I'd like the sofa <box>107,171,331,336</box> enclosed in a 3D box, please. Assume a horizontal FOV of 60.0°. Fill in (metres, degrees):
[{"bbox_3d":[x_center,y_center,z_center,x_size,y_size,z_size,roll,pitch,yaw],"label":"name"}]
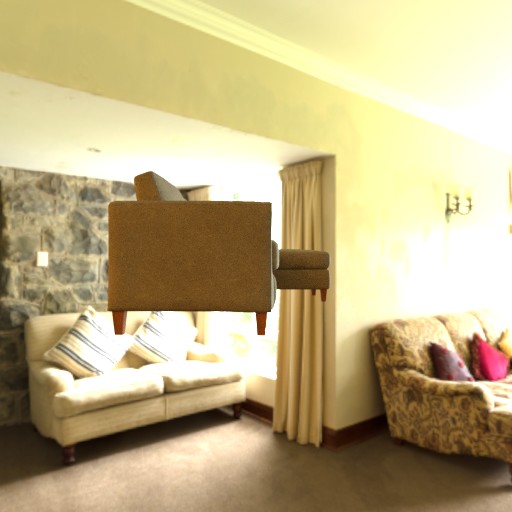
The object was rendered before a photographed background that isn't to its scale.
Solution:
[{"bbox_3d":[0.000,0.000,4.131,1.604,0.950,3.471,0,-1,1],"label":"sofa"}]
